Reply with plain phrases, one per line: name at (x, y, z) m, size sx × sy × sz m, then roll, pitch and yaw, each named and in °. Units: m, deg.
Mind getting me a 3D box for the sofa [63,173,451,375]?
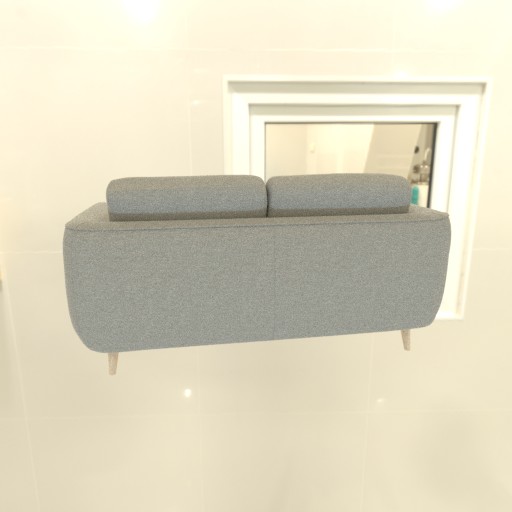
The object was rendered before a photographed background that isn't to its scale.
sofa at (0.000, 0.000, 2.245) m, size 1.700 × 0.850 × 0.920 m, roll -2°, pitch 14°, yaw -10°
